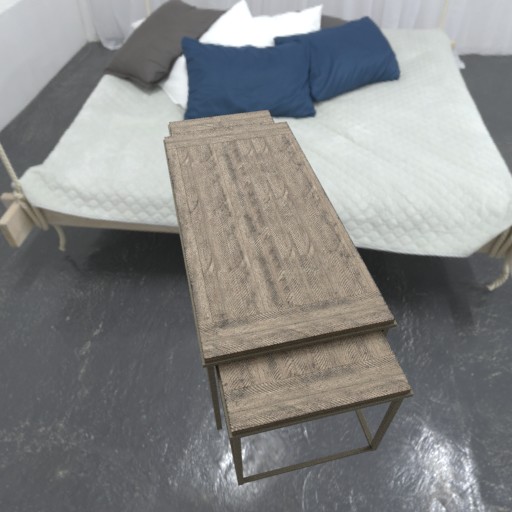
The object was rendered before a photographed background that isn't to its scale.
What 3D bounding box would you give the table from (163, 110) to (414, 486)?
[{"bbox_3d":[0.000,0.000,1.538,0.489,0.427,1.312,-10,48,-9],"label":"table"}]
